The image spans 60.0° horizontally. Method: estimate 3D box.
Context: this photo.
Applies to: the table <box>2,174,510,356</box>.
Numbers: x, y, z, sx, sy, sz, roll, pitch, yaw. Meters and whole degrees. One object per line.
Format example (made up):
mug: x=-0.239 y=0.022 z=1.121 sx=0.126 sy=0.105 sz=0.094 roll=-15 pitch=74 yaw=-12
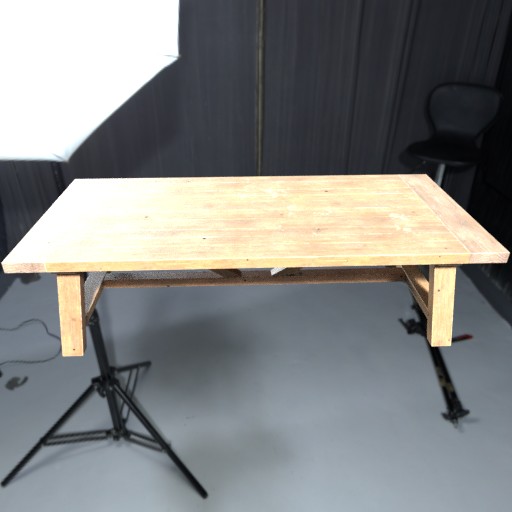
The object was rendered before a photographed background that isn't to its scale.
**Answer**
table: x=0.000 y=0.000 z=2.038 sx=1.800 sy=0.465 sz=0.820 roll=-1 pitch=30 yaw=-2
